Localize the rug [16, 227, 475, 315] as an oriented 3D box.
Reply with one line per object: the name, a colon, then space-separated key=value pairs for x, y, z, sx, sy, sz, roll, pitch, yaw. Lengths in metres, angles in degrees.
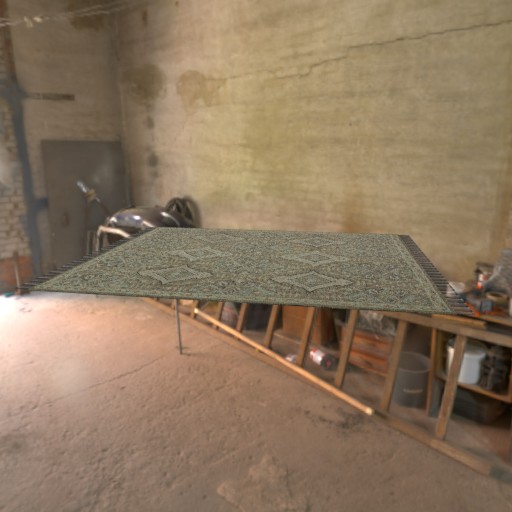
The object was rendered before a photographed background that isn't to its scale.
rug: x=0.000 y=0.000 z=4.041 sx=3.056 sy=0.010 sz=2.437 roll=2 pitch=14 yaw=9
